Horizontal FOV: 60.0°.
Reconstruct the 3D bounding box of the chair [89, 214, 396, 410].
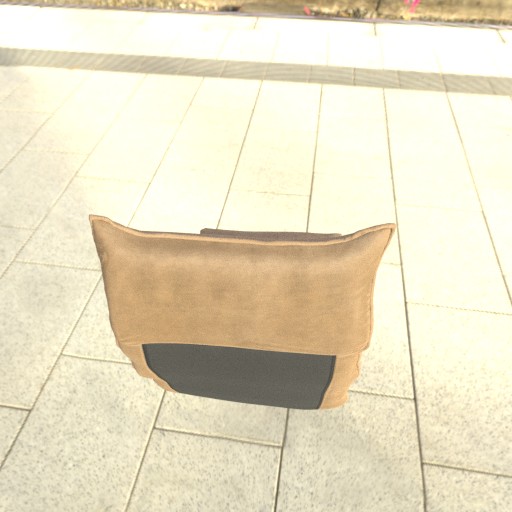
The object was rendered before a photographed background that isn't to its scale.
[{"bbox_3d":[0.000,0.000,1.556,0.714,0.892,0.985,5,47,4],"label":"chair"}]
